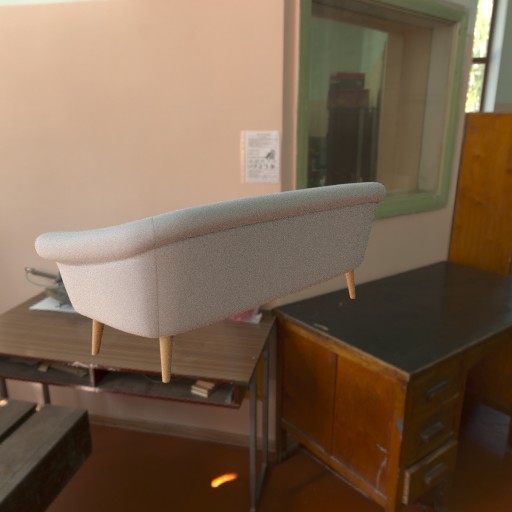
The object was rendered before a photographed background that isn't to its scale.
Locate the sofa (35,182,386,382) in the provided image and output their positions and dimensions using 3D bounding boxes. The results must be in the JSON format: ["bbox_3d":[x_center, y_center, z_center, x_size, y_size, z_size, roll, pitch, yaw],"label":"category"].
[{"bbox_3d":[0.000,0.000,2.591,2.160,0.795,0.827,-15,21,-43],"label":"sofa"}]
